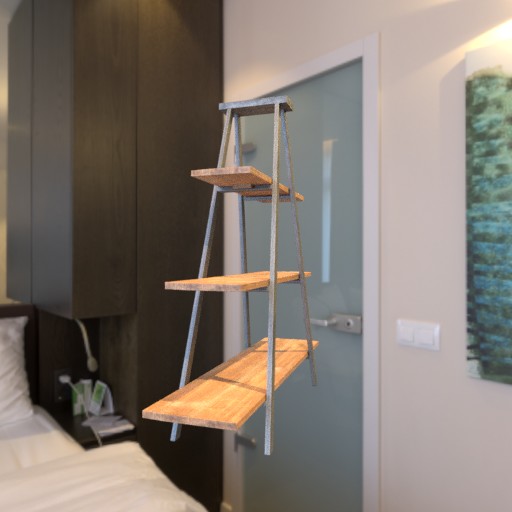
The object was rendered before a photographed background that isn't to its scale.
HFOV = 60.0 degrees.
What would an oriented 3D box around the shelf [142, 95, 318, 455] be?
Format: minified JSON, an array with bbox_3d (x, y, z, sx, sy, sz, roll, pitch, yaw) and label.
[{"bbox_3d":[0.000,0.000,2.618,0.508,1.808,1.746,0,0,18],"label":"shelf"}]
